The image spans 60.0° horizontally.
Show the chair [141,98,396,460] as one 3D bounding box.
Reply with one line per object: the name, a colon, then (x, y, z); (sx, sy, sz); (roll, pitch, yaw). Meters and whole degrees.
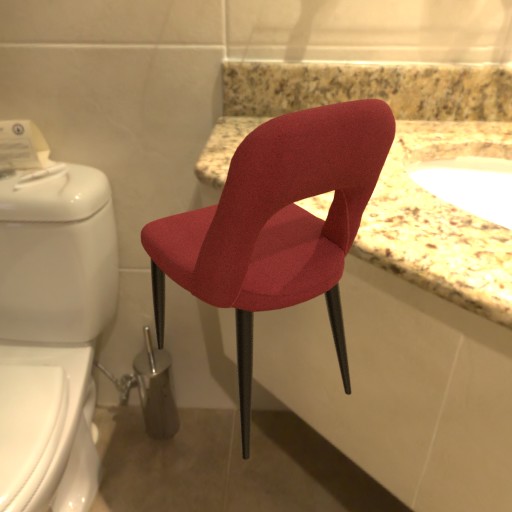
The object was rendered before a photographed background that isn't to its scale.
chair: (0.000, 0.000, 1.199); (0.483, 0.892, 0.569); (-20, 37, -29)
